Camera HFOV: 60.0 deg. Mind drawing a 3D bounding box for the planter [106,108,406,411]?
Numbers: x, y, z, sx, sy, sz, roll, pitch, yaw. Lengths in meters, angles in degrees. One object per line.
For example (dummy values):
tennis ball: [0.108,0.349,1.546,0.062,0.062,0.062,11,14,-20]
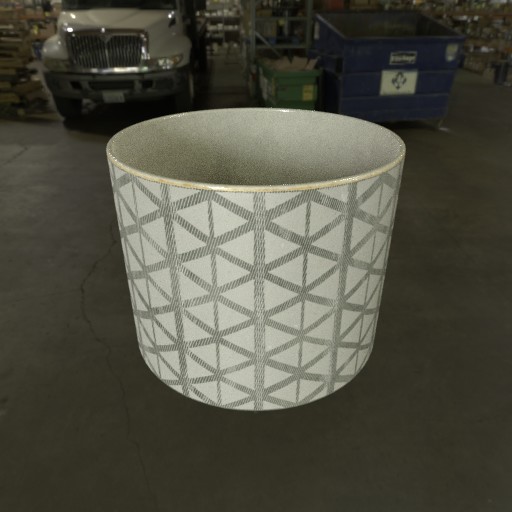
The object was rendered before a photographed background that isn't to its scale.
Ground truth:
planter: [0.000,0.000,0.337,0.190,0.181,0.190,0,29,0]
